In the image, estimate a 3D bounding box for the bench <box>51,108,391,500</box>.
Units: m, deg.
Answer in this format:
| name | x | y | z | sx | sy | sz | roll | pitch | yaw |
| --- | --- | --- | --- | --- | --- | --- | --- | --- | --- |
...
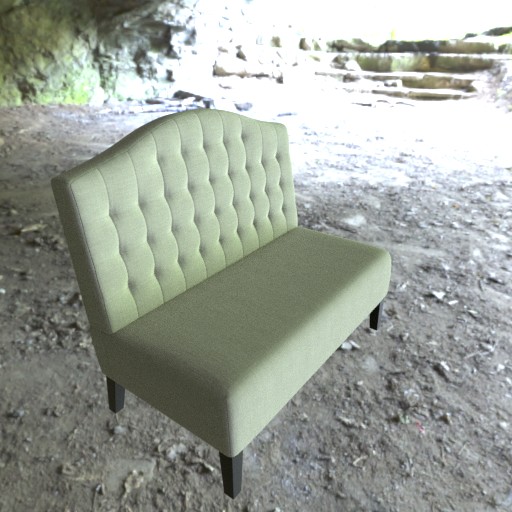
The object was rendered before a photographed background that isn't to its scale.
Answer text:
| name | x | y | z | sx | sy | sz | roll | pitch | yaw |
| --- | --- | --- | --- | --- | --- | --- | --- | --- | --- |
| bench | 0.000 | 0.000 | 1.973 | 0.815 | 1.180 | 1.335 | 19 | 32 | 32 |
